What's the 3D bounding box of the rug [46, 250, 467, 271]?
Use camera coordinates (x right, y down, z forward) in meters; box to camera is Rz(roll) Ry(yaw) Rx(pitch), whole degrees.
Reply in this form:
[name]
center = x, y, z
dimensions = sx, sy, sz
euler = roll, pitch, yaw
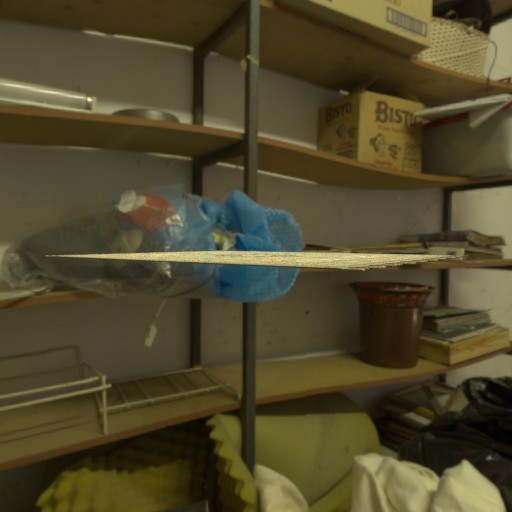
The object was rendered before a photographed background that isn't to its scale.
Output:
[rug]
center = 0.000, 0.000, 3.443
dimensions = 2.651, 0.010, 1.971
euler = 2, 3, 37
